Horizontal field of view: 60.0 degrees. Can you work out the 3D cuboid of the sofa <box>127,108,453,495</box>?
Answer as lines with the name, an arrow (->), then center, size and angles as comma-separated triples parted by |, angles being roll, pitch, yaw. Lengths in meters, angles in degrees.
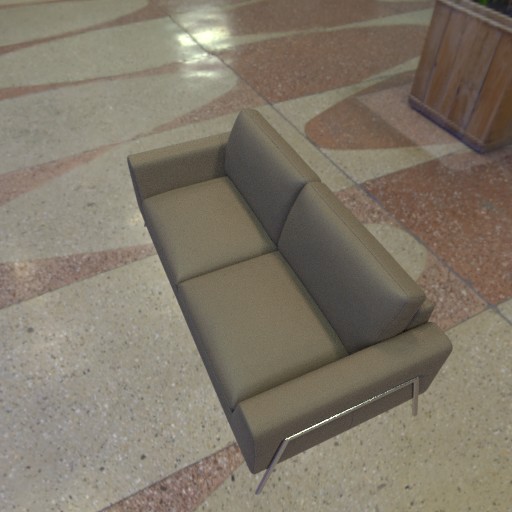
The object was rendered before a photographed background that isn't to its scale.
sofa -> 0.000, 0.000, 2.490 | 0.953, 0.875, 2.017 | -18, 49, -17
